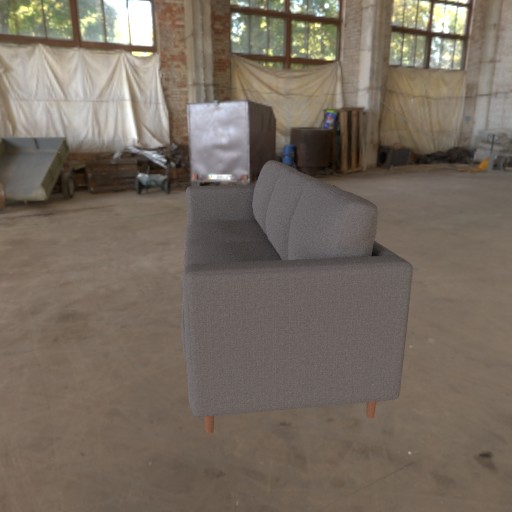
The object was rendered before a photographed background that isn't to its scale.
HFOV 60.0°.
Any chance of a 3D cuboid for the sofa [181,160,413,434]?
[{"bbox_3d":[0.000,0.000,2.466,0.802,0.912,2.029,-2,17,-8],"label":"sofa"}]
